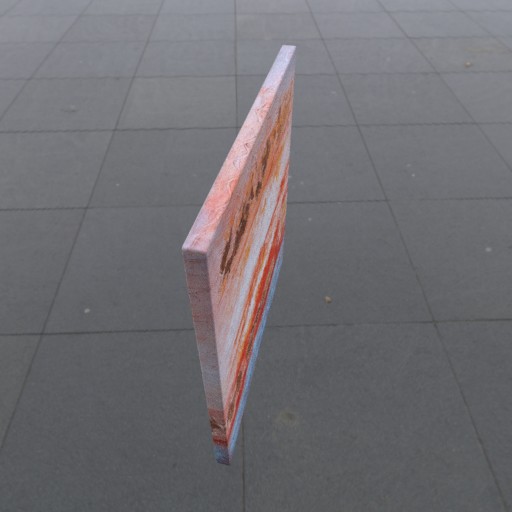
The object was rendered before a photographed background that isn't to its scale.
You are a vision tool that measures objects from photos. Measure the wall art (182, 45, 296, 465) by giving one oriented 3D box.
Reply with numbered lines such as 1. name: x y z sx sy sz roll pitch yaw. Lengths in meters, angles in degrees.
1. wall art: 0.000 0.000 1.101 0.035 0.747 0.747 9 46 9
